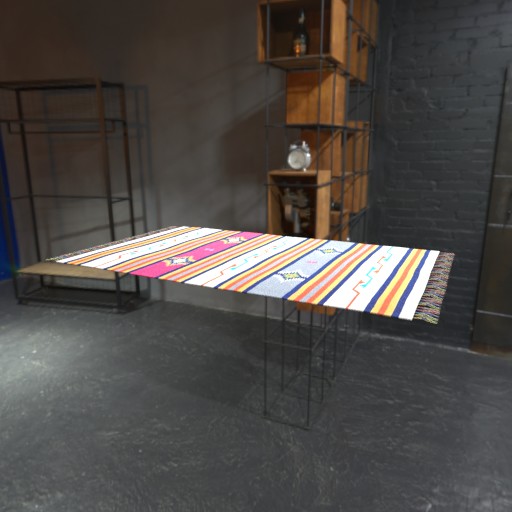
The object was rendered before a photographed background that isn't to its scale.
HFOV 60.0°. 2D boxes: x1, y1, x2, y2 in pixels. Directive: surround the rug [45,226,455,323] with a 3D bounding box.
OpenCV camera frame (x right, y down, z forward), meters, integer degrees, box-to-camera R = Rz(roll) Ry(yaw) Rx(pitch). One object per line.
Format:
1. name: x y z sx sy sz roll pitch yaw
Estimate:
1. rug: 0.000 0.000 2.302 1.849 0.013 1.084 7 16 26
